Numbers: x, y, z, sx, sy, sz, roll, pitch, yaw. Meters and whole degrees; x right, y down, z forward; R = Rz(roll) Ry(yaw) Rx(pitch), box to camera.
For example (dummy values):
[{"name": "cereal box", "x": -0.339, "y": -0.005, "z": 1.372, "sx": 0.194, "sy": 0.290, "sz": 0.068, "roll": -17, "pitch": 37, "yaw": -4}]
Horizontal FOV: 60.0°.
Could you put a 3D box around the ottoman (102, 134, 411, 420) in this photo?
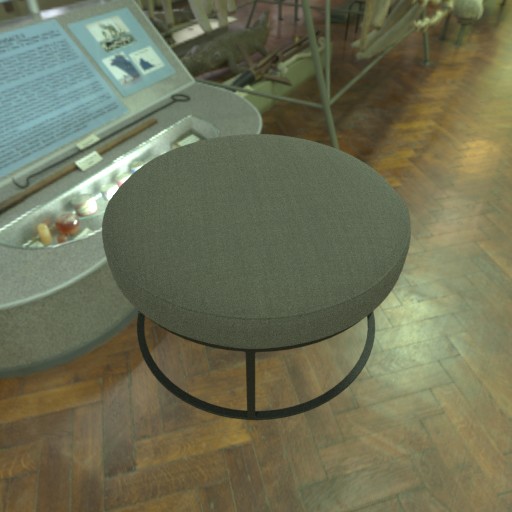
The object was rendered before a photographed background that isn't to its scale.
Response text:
[{"name": "ottoman", "x": 0.000, "y": 0.000, "z": 1.239, "sx": 0.772, "sy": 0.460, "sz": 0.772, "roll": 0, "pitch": 41, "yaw": 0}]
